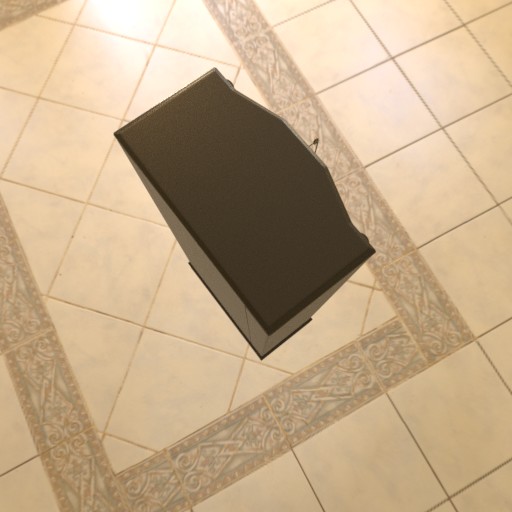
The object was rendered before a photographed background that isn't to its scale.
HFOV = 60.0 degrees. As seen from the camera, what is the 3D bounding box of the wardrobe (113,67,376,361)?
[{"bbox_3d":[0.000,0.000,1.209,0.295,1.011,0.444,-37,78,-9],"label":"wardrobe"}]
